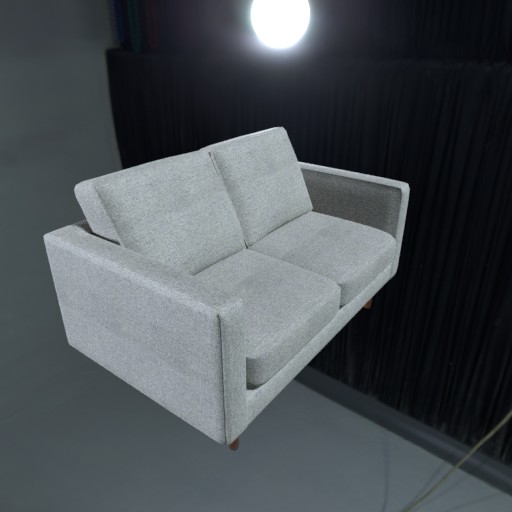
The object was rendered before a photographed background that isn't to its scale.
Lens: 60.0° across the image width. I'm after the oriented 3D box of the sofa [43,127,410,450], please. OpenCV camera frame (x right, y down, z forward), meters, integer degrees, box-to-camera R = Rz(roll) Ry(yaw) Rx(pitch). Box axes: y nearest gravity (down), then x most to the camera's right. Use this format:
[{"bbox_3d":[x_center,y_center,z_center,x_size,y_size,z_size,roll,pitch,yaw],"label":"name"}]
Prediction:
[{"bbox_3d":[0.000,0.000,2.150,0.969,0.973,1.527,19,33,32],"label":"sofa"}]
